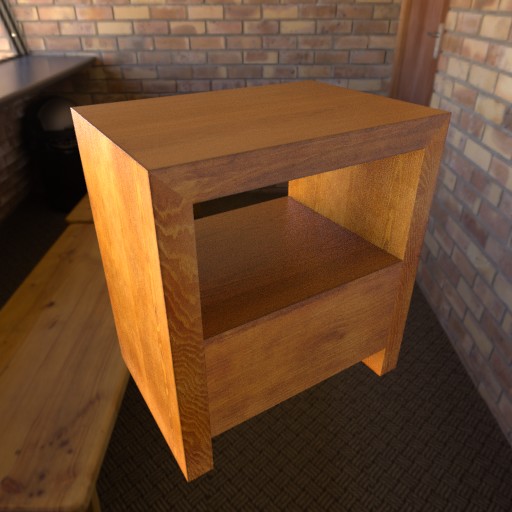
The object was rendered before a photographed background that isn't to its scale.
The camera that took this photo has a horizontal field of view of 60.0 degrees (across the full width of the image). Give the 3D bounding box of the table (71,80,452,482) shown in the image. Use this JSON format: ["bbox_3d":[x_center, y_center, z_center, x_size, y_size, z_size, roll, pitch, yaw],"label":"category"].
[{"bbox_3d":[0.000,0.000,0.941,0.550,0.605,0.400,-18,35,-27],"label":"table"}]
